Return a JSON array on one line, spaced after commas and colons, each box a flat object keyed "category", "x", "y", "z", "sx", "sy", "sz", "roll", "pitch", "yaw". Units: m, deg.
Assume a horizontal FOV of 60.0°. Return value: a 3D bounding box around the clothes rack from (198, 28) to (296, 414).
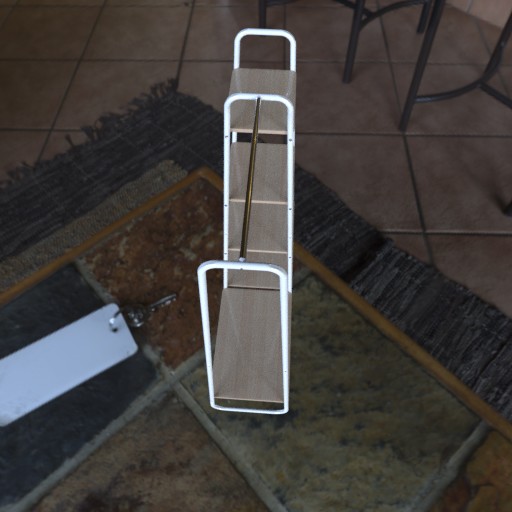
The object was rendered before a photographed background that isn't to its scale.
[{"category": "clothes rack", "x": 0.000, "y": 0.000, "z": 1.970, "sx": 0.400, "sy": 1.500, "sz": 1.011, "roll": 3, "pitch": 58, "yaw": 2}]
